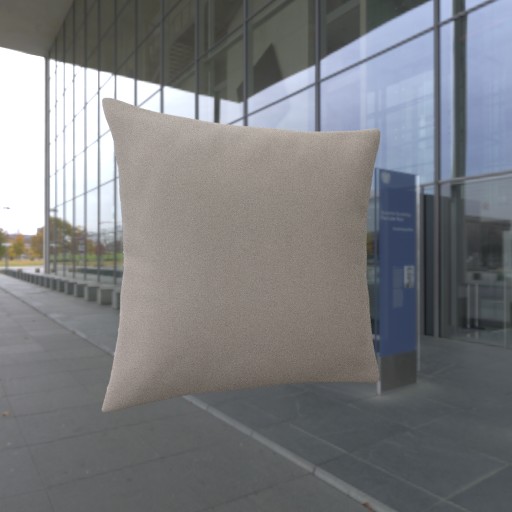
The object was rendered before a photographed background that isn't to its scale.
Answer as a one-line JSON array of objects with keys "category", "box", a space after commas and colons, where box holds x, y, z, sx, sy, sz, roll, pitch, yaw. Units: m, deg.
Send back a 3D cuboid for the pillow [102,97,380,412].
[{"category": "pillow", "box": [0.000, 0.000, 0.800, 0.526, 0.507, 0.166, 0, 0, -20]}]
